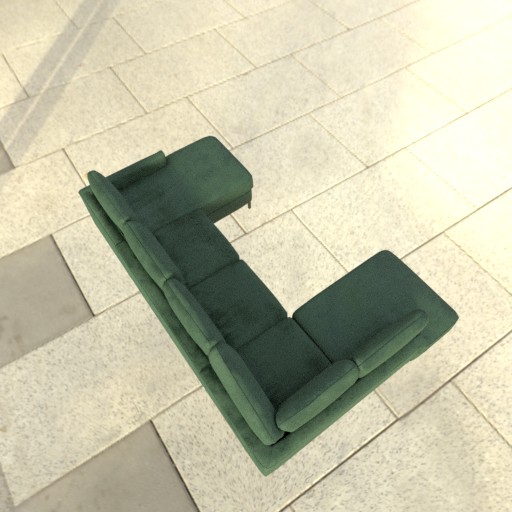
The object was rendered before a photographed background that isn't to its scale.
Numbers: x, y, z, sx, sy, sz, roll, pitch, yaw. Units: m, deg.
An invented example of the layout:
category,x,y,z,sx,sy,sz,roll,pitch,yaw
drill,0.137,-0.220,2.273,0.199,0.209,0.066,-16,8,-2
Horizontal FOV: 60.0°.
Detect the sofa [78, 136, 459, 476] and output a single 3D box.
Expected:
category,x,y,z,sx,sy,sz,roll,pitch,yaw
sofa,0.000,0.000,3.964,1.992,0.861,2.994,-32,63,-18
